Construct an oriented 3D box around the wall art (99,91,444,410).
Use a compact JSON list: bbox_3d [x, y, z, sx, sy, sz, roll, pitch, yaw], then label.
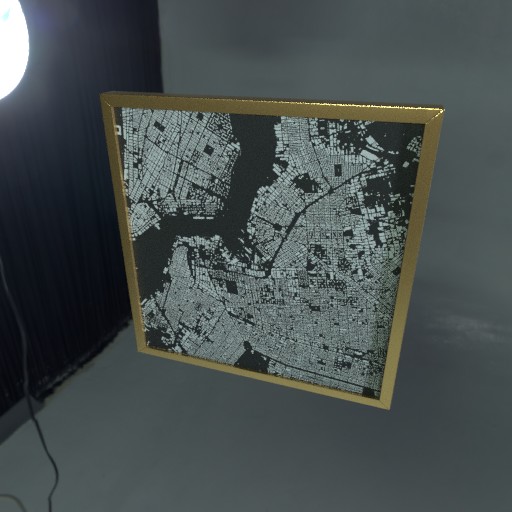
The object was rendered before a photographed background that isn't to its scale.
[{"bbox_3d":[0.000,0.000,0.453,0.305,0.305,0.023,8,28,16],"label":"wall art"}]
